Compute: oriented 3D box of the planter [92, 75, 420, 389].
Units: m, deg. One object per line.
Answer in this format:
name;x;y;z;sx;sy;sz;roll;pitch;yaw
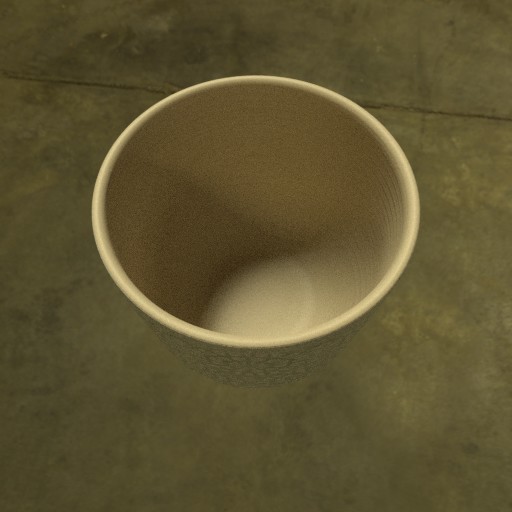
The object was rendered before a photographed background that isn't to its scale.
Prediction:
planter;0.000;0.000;0.298;0.169;0.153;0.169;0;63;0
